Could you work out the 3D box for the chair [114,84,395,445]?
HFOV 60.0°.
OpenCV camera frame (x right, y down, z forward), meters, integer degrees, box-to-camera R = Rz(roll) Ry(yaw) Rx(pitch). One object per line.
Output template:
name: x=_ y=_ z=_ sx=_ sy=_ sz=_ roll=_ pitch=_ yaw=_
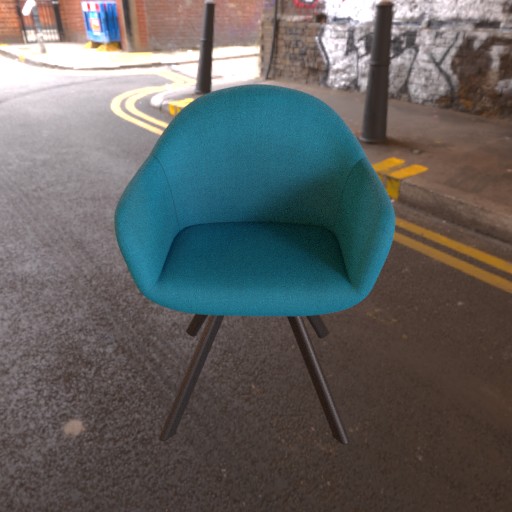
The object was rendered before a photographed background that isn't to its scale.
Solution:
chair: x=0.000 y=0.000 z=1.183 sx=0.590 sy=0.795 sz=0.550 roll=1 pitch=30 yaw=1
